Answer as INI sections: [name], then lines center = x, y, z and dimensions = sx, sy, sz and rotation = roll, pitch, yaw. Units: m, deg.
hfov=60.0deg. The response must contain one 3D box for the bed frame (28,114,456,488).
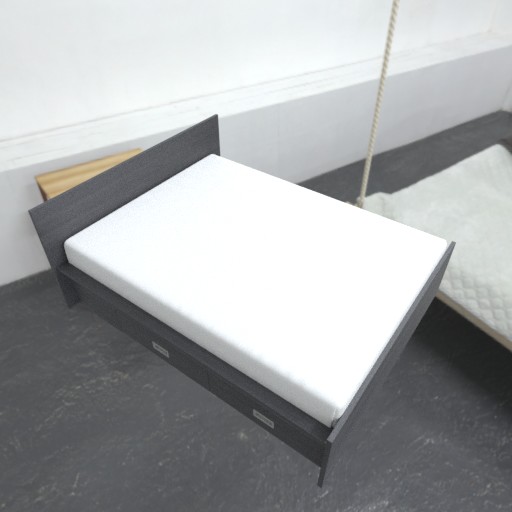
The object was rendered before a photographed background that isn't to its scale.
[bed frame]
center = 0.000, 0.000, 2.786
dimensions = 1.960, 0.800, 1.622
rotation = 26, 47, 27
